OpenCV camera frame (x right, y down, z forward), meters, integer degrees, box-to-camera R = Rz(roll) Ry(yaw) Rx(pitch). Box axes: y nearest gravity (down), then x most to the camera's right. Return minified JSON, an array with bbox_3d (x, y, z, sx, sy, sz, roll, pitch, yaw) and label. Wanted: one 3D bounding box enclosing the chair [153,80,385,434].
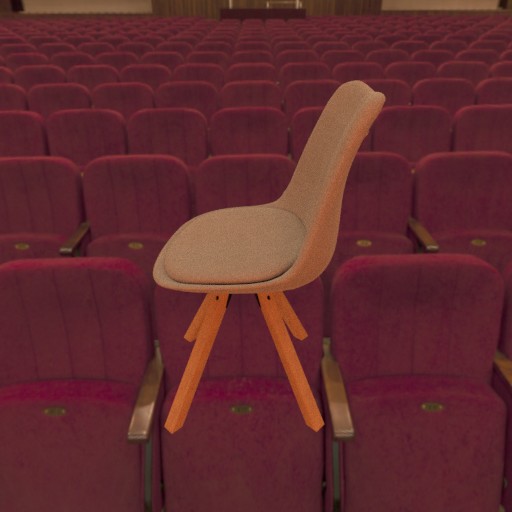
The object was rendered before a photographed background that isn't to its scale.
[{"bbox_3d":[0.000,0.000,1.200,0.549,0.863,0.474,0,28,0],"label":"chair"}]
